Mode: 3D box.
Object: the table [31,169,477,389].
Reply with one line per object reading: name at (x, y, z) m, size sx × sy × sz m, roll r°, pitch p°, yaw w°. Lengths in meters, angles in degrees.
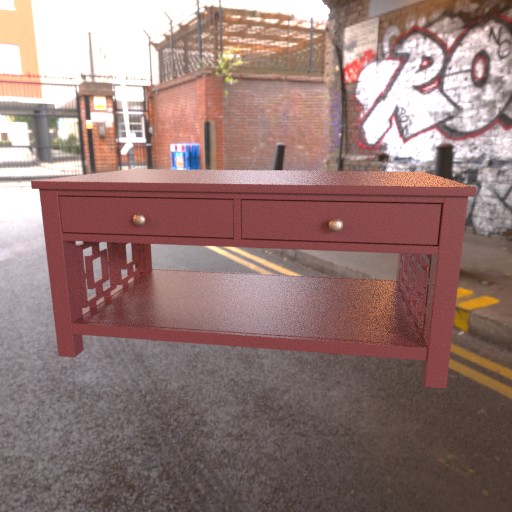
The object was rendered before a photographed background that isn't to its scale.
table at (0.000, 0.000, 1.384) m, size 1.068 × 0.493 × 0.612 m, roll 2°, pitch 14°, yaw 9°
